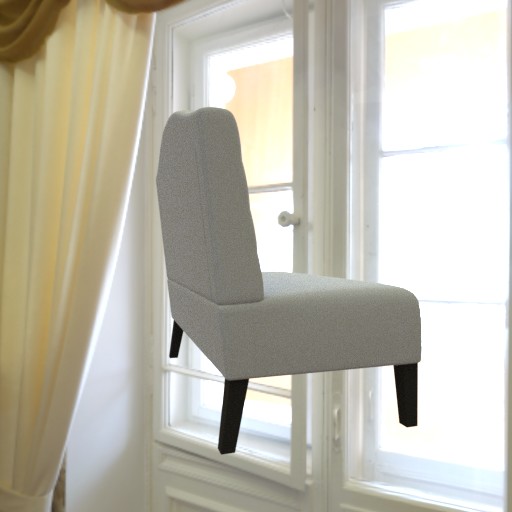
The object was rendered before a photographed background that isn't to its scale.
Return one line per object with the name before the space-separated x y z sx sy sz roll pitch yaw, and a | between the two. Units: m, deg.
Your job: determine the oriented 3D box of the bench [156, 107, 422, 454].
bench | 0.000 0.000 2.042 0.815 1.180 1.335 0 1 -18
